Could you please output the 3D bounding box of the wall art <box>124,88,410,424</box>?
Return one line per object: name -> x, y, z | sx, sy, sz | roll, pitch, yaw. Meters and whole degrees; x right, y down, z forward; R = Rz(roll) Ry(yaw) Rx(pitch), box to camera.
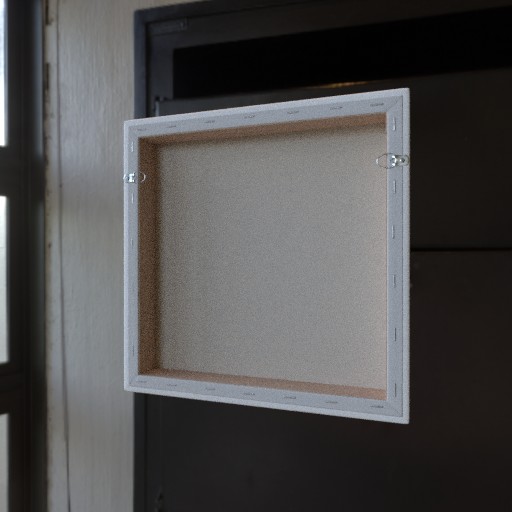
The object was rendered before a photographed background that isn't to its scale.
wall art -> 0.000, 0.000, 0.462 | 0.303, 0.304, 0.036 | 0, 0, 19
